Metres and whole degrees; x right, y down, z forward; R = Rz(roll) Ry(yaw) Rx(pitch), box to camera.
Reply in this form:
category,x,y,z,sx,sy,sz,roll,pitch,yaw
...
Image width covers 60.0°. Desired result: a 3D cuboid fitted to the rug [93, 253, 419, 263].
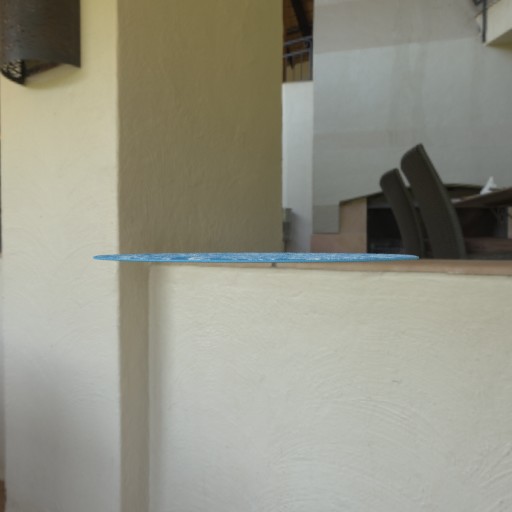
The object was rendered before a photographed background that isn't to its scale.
category,x,y,z,sx,sy,sz,roll,pitch,yaw
rug,0.000,0.000,2.305,1.593,0.012,1.593,0,1,0
